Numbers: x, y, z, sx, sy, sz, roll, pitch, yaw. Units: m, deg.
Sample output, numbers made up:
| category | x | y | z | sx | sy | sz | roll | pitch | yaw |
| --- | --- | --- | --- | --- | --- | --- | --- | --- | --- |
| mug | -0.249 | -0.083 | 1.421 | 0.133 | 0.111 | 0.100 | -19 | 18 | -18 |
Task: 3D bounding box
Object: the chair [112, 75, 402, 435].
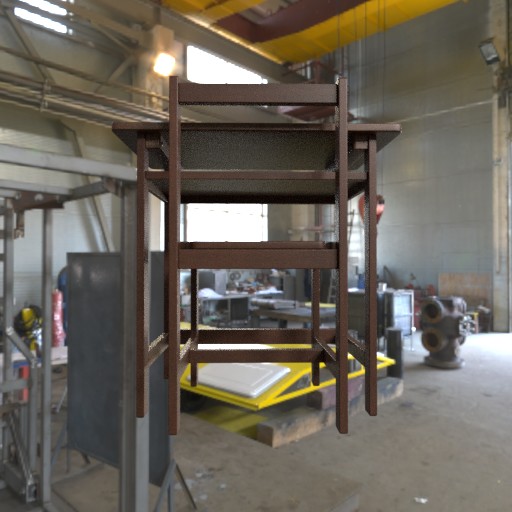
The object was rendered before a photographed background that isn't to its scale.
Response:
| category | x | y | z | sx | sy | sz | roll | pitch | yaw |
| --- | --- | --- | --- | --- | --- | --- | --- | --- | --- |
| chair | 0.000 | 0.000 | 1.061 | 0.599 | 0.673 | 0.463 | 0 | -1 | -1 |
